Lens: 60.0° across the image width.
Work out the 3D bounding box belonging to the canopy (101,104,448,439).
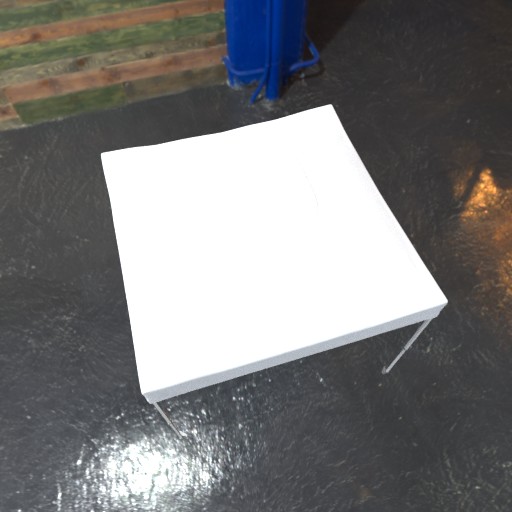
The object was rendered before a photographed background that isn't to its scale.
[{"bbox_3d":[0.000,0.000,5.421,2.996,2.997,2.998,-15,59,-9],"label":"canopy"}]
